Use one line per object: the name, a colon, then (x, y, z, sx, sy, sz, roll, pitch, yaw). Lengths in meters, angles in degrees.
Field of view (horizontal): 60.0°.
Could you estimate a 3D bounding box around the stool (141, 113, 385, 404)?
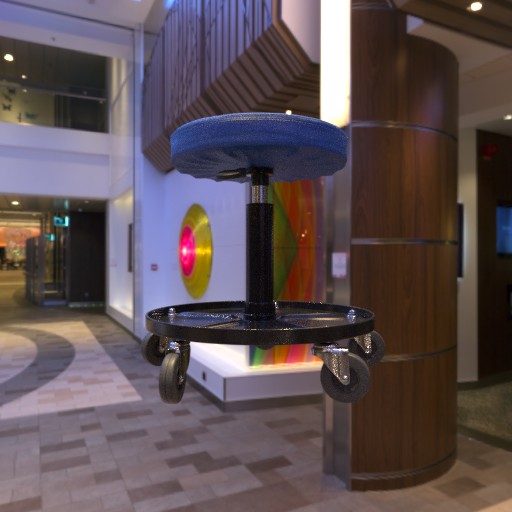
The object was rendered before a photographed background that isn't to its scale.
stool: (0.000, 0.000, 0.687, 0.381, 0.365, 0.382, 0, 0, 17)
